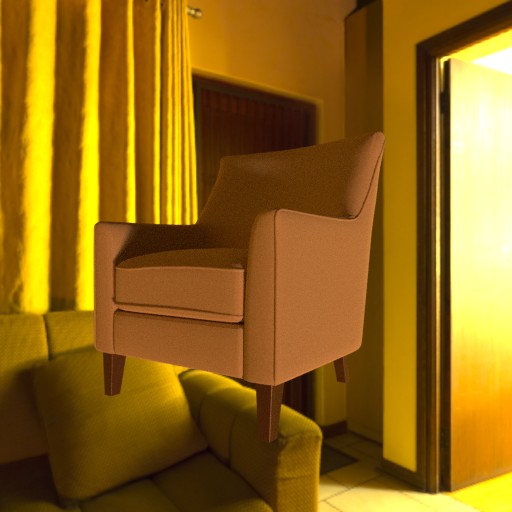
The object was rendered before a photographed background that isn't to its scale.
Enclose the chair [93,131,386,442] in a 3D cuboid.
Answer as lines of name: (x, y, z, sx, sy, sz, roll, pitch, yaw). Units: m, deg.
chair: (0.000, 0.000, 1.604, 0.756, 0.916, 0.879, 0, 0, 35)
